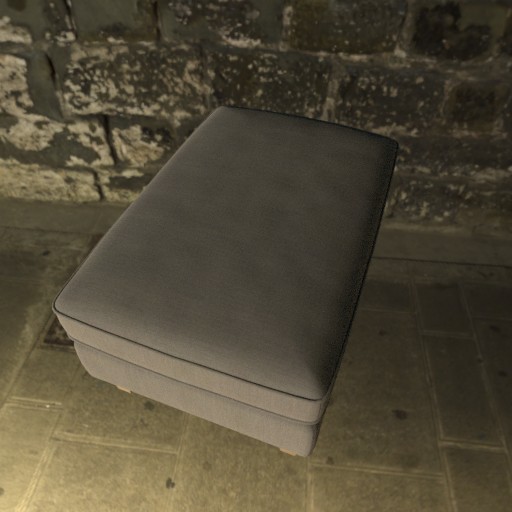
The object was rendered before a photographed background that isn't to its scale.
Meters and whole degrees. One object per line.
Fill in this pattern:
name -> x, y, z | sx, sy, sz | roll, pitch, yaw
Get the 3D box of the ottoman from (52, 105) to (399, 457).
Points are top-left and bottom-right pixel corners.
ottoman -> 0.000, 0.000, 1.300 | 0.636, 0.480, 0.941 | 16, 50, 14
